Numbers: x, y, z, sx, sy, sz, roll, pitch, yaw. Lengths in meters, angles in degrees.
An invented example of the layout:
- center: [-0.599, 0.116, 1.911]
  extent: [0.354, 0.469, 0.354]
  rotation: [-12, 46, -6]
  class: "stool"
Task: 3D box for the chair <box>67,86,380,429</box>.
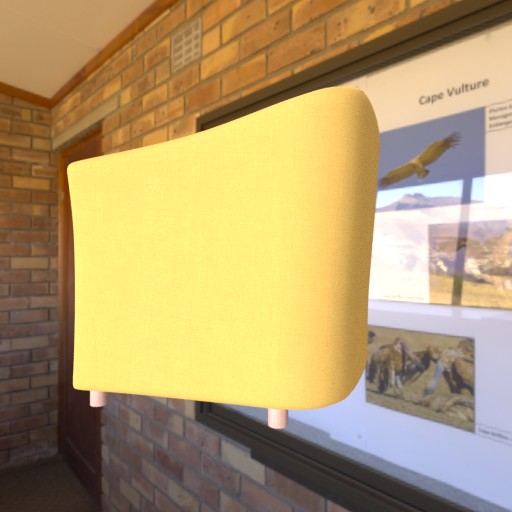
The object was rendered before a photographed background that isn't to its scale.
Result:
- center: [0.000, 0.000, 1.303]
  extent: [0.700, 0.720, 0.790]
  rotation: [0, -1, 18]
  class: "chair"
